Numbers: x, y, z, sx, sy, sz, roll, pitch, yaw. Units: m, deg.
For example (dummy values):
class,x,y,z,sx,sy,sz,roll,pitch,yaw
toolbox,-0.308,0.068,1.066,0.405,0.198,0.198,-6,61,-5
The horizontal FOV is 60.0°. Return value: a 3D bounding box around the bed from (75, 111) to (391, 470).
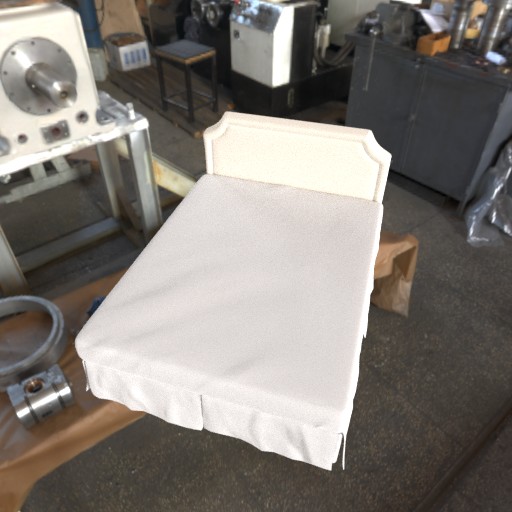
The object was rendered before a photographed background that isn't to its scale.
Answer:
class,x,y,z,sx,sy,sz,roll,pitch,yaw
bed,0.000,0.000,3.616,1.977,1.293,2.498,12,42,13
